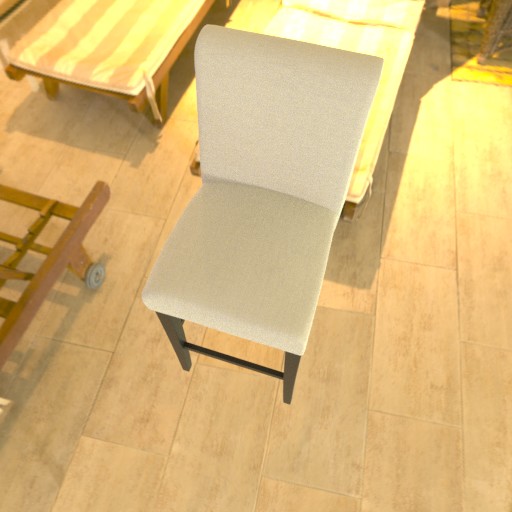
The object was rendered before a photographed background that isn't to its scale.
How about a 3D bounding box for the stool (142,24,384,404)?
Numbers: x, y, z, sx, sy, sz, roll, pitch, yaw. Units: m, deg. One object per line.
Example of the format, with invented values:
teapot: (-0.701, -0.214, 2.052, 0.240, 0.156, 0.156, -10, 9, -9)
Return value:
stool: (0.000, 0.000, 1.392, 0.452, 1.124, 0.597, 15, 60, 9)
